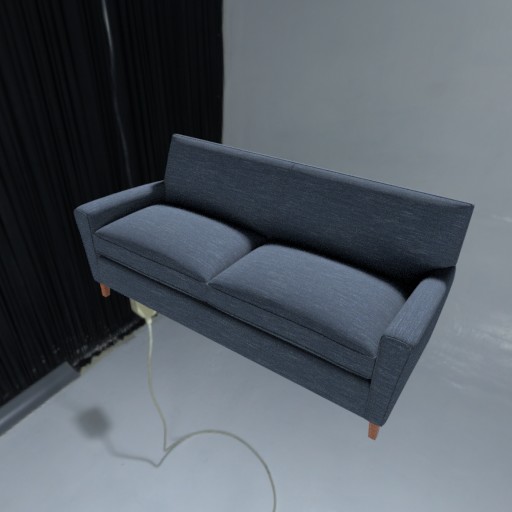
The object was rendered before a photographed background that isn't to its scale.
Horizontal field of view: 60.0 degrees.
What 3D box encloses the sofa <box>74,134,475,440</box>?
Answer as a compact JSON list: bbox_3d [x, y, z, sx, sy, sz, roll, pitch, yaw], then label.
[{"bbox_3d":[0.000,0.000,2.453,1.976,0.846,0.875,20,37,29],"label":"sofa"}]
